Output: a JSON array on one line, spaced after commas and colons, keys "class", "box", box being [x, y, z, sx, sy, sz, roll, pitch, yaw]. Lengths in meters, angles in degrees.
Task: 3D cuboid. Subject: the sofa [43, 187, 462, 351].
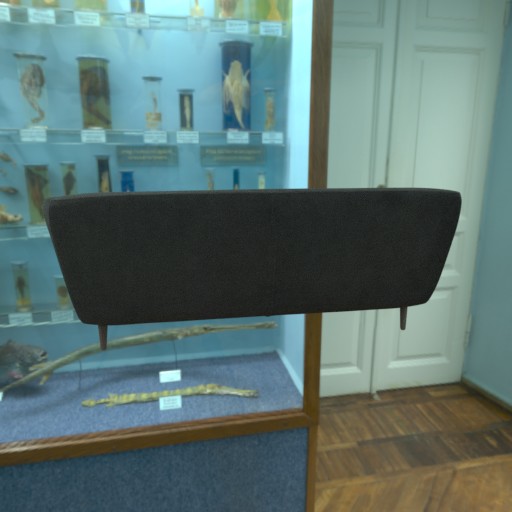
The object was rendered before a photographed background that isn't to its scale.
[{"class": "sofa", "box": [0.000, 0.000, 2.672, 2.296, 0.875, 0.956, -2, 14, -9]}]
